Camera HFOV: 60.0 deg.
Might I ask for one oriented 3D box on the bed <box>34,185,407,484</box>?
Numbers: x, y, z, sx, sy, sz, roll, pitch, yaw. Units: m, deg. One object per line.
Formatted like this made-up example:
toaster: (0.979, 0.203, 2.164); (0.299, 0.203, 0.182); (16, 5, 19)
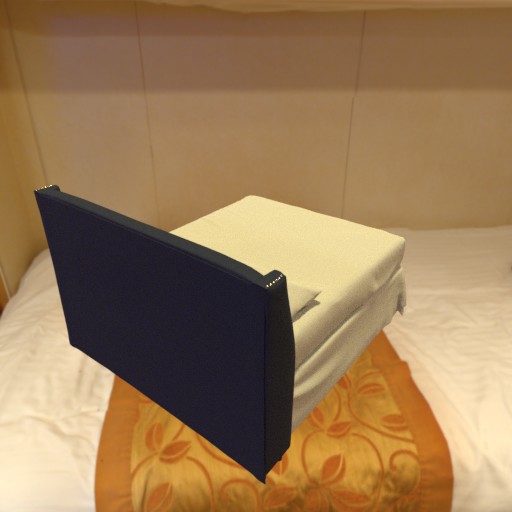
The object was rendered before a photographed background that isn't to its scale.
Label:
bed: (0.000, 0.000, 3.420); (1.925, 1.332, 2.276); (21, 35, 33)
